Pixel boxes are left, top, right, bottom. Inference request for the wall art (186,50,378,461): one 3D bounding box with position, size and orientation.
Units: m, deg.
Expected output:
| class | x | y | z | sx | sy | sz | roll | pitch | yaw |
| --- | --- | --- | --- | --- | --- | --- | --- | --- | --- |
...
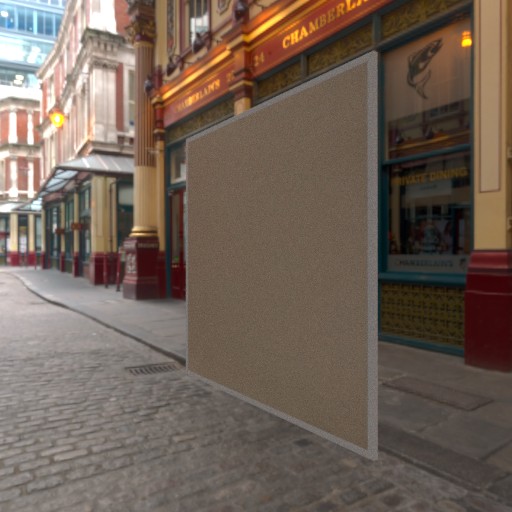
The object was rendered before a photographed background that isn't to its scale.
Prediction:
| class | x | y | z | sx | sy | sz | roll | pitch | yaw |
| --- | --- | --- | --- | --- | --- | --- | --- | --- | --- |
| wall art | 0.000 | 0.000 | 0.679 | 0.007 | 0.456 | 0.456 | 0 | 0 | -36 |
